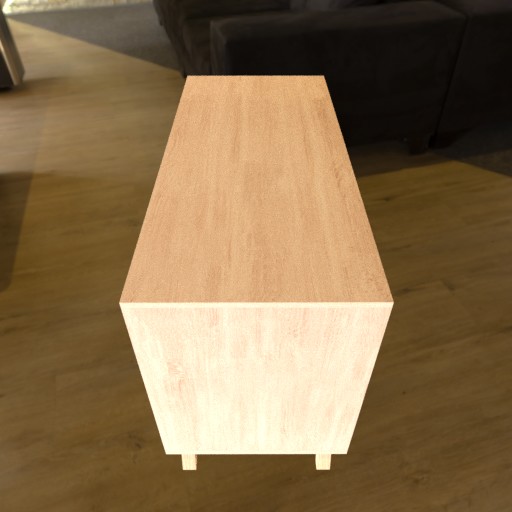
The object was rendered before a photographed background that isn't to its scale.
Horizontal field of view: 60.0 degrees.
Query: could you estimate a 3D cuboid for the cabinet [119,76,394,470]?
[{"bbox_3d":[0.000,0.000,1.480,0.500,0.780,1.110,0,42,0],"label":"cabinet"}]
